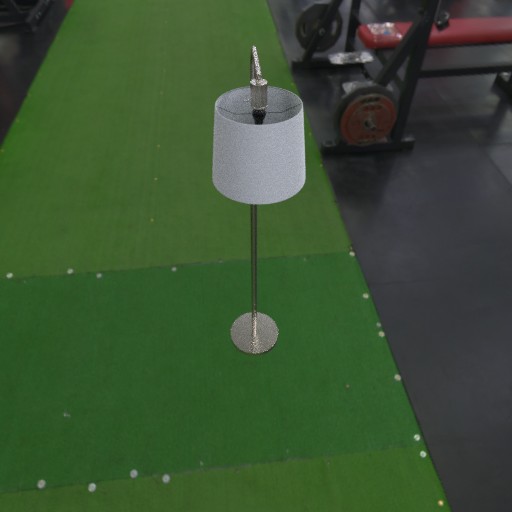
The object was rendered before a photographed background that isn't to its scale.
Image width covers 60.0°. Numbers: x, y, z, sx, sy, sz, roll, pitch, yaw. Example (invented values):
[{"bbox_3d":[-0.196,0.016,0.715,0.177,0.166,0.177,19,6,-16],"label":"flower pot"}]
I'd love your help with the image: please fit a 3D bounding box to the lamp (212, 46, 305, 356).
[{"bbox_3d":[0.000,0.000,1.638,0.254,1.478,0.508,-3,47,-2],"label":"lamp"}]
